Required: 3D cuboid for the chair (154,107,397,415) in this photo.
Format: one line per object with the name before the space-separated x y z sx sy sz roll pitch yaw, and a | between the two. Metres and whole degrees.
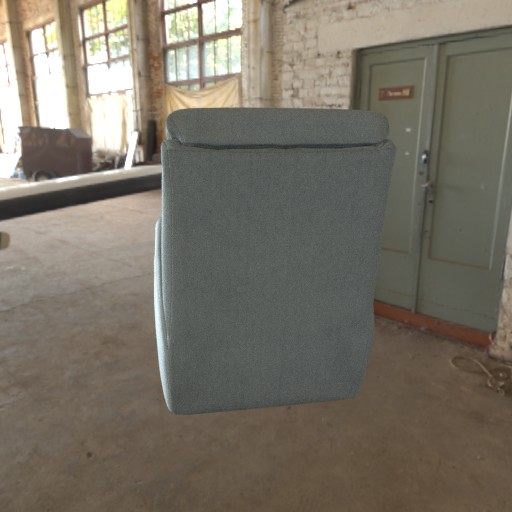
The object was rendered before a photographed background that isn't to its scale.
chair | 0.000 0.000 1.665 0.794 1.016 0.940 -2 15 -9
